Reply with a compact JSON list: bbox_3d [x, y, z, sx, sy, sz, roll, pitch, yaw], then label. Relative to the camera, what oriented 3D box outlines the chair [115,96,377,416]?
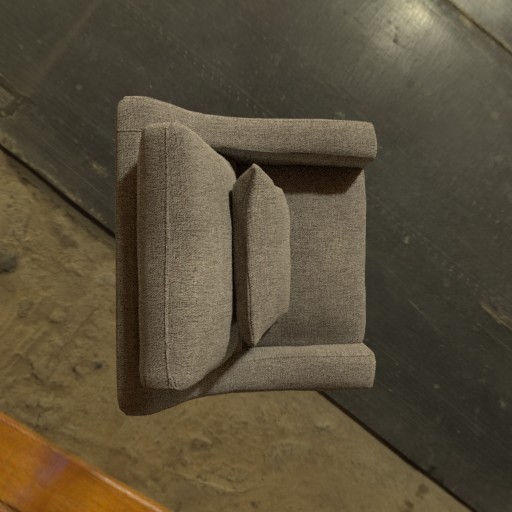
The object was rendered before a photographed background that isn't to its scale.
[{"bbox_3d":[0.000,0.000,1.900,1.009,1.037,1.138,0,91,-1],"label":"chair"}]
